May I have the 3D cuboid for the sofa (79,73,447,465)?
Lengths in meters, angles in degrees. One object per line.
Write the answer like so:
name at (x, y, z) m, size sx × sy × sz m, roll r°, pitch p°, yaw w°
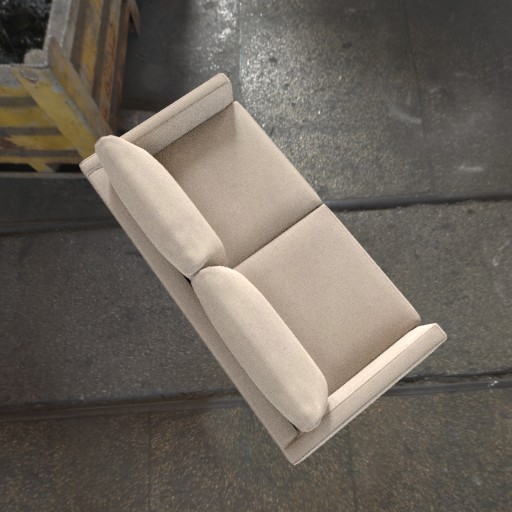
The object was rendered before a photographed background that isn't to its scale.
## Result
sofa at (0.000, 0.000, 2.189) m, size 0.875 × 0.840 × 1.682 m, roll -36°, pitch 78°, yaw -9°
